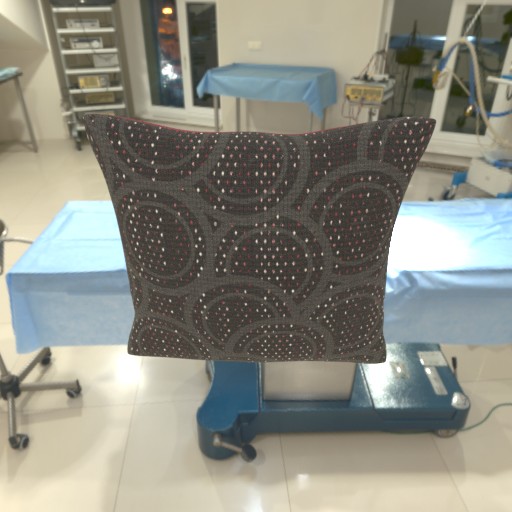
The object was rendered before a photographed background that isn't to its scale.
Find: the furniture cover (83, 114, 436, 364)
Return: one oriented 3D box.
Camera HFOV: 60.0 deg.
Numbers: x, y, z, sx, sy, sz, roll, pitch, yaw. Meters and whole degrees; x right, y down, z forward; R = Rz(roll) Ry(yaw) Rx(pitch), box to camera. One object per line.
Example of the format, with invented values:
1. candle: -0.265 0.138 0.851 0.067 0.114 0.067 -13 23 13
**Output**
1. furniture cover: 0.000 0.000 0.817 0.552 0.509 0.193 1 31 2
